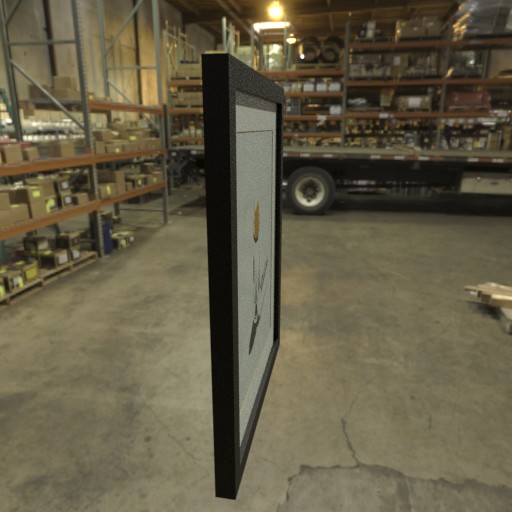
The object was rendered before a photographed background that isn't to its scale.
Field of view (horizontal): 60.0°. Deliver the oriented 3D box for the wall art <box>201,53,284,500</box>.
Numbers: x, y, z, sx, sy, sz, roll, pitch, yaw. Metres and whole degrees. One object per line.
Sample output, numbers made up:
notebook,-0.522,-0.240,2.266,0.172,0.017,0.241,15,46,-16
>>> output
wall art,0.000,0.000,0.742,0.029,0.559,0.457,3,17,10
